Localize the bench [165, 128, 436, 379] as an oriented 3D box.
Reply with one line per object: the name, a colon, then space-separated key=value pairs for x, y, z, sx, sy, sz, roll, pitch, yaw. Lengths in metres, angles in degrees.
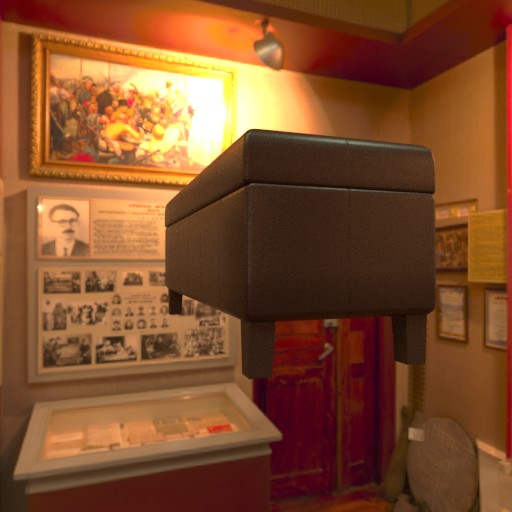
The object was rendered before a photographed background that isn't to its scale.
bench: x=0.000 y=0.000 z=1.360 sx=0.429 sy=0.457 sz=1.092 roll=0 pitch=-1 yaw=-19
